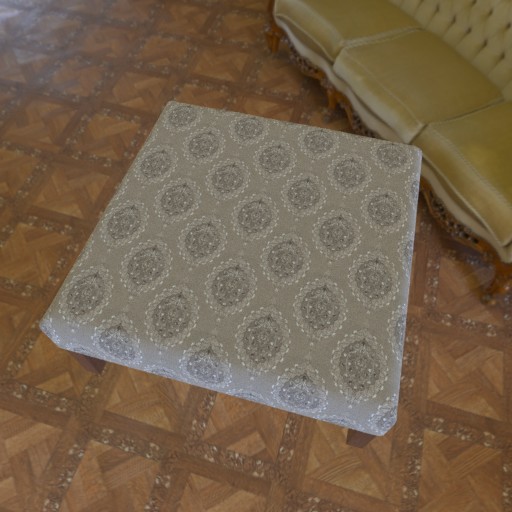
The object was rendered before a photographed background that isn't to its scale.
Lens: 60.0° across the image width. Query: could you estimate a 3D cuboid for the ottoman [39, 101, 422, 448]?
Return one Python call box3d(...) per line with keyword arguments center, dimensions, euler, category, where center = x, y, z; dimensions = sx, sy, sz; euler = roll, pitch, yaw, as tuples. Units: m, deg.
box3d(center=(0.000, 0.000, 1.395), dimensions=(0.889, 0.411, 0.890), euler=(13, 58, 8), category="ottoman")
